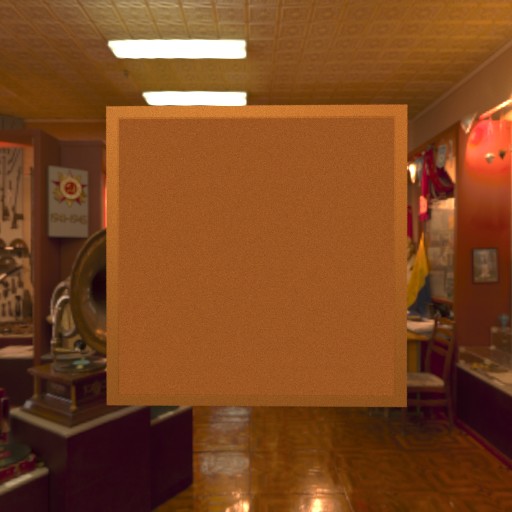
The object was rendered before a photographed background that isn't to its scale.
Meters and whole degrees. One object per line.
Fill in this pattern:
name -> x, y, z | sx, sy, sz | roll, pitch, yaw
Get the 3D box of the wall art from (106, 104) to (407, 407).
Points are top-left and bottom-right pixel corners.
wall art -> 0.000, 0.000, 2.890 | 1.926, 1.926, 0.099 | 0, 0, 1
